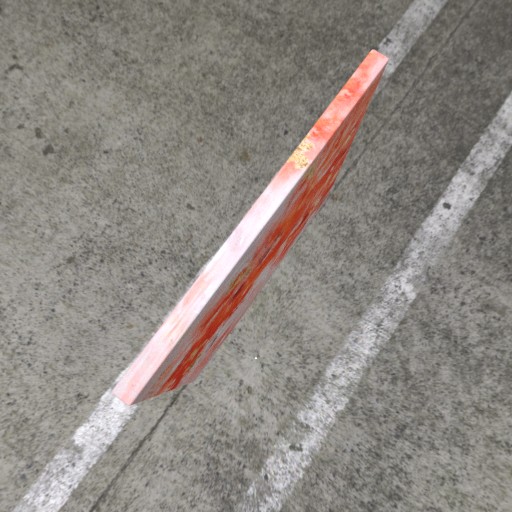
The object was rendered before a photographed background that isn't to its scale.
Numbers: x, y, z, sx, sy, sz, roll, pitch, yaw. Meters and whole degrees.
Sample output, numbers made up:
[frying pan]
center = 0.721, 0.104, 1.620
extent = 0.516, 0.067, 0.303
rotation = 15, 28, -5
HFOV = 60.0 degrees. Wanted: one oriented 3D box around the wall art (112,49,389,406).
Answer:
[wall art]
center = 0.000, 0.000, 1.107
extent = 0.064, 0.746, 0.747
rotation = 35, 79, 8
